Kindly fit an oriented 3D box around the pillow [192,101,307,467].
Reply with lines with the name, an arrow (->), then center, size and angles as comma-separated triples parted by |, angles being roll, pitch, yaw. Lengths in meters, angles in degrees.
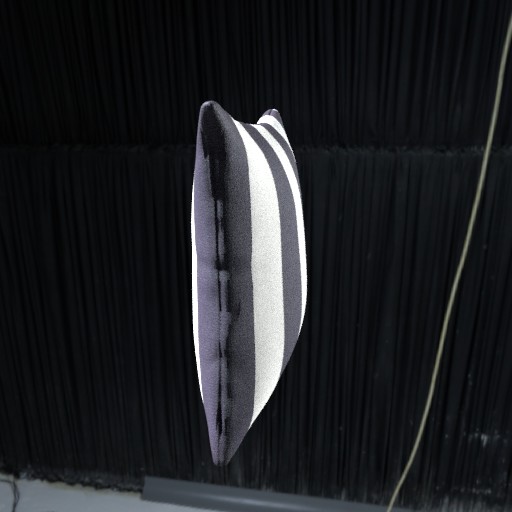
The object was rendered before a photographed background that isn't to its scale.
pillow -> 0.000, 0.000, 0.820 | 0.189, 0.526, 0.536 | 3, 17, 9
